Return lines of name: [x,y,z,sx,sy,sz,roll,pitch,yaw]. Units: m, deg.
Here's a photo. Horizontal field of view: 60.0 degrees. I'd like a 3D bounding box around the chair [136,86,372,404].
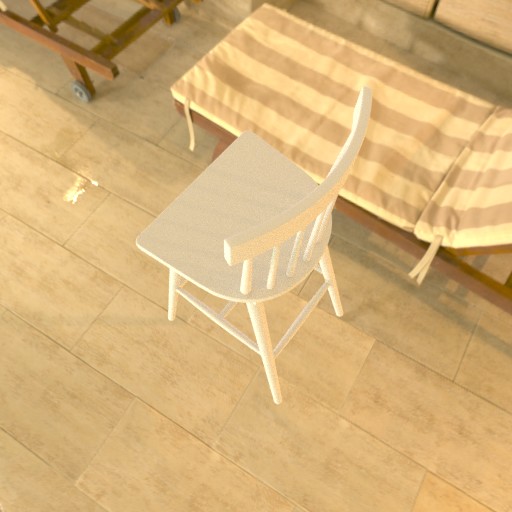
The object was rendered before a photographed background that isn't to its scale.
chair: [0.000,0.000,1.353,0.572,1.092,0.483,34,68,16]
